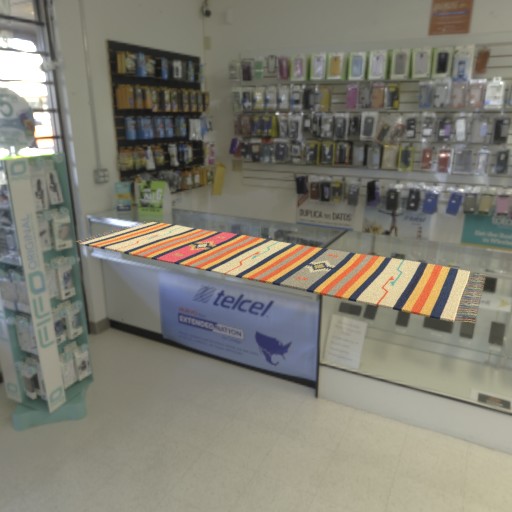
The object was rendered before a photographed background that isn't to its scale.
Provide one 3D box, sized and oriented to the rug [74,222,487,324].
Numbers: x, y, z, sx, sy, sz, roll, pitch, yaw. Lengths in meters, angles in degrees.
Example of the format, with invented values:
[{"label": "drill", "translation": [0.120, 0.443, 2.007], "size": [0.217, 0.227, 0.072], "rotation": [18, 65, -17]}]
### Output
[{"label": "rug", "translation": [0.000, 0.000, 2.668], "size": [2.455, 0.017, 0.695], "rotation": [10, 20, 28]}]
